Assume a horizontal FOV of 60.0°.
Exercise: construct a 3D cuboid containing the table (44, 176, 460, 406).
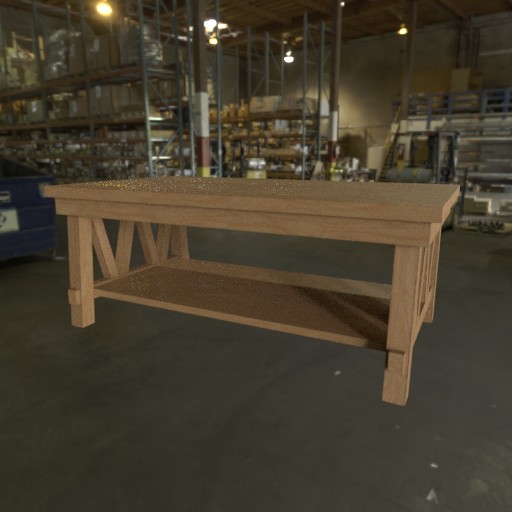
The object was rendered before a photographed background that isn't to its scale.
[{"bbox_3d":[0.000,0.000,1.607,1.270,0.507,0.711,7,15,26],"label":"table"}]
